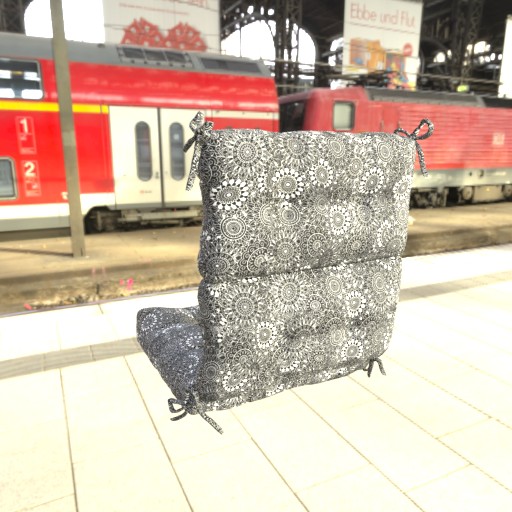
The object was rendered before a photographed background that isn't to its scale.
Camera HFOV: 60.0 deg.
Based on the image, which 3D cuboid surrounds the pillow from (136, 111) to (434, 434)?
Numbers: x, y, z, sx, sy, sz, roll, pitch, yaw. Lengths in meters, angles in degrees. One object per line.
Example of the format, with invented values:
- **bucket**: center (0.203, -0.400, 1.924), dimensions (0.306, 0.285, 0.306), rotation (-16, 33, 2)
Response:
- **pillow**: center (0.000, 0.000, 1.042), dimensions (0.519, 0.605, 0.571), rotation (-7, 15, -27)
